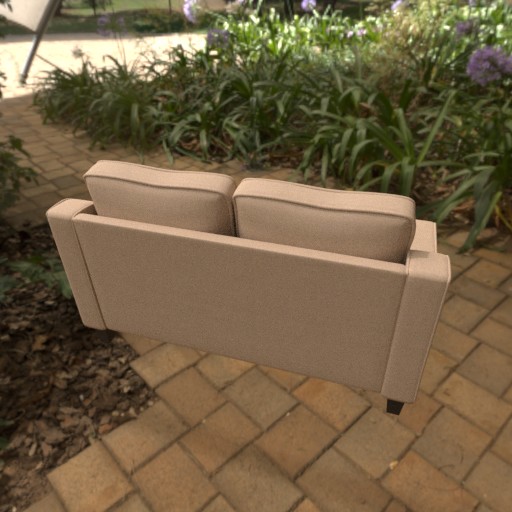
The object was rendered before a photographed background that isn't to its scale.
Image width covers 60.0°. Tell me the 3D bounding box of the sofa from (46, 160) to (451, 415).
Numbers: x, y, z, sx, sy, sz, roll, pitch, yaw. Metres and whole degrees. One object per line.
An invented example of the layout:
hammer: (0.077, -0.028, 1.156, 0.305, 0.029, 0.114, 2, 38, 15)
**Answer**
sofa: (0.000, 0.000, 3.439, 2.587, 1.562, 1.351, 10, 32, 16)
